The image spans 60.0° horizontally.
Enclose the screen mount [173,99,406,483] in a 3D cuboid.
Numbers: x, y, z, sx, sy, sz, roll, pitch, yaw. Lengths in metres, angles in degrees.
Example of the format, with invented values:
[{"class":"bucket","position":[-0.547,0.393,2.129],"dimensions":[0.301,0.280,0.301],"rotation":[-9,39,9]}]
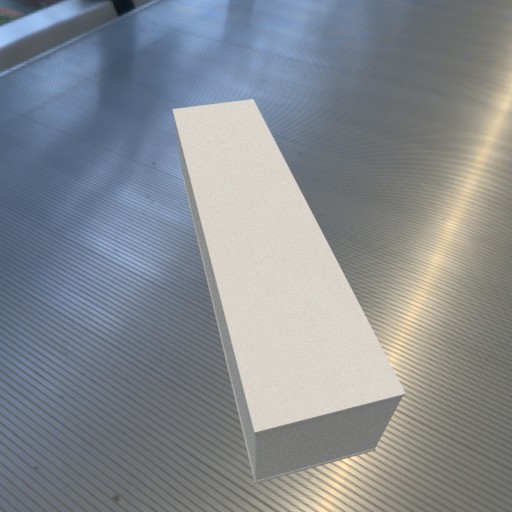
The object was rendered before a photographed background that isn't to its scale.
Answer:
[{"class":"screen mount","position":[0.000,0.000,1.822],"dimensions":[0.418,0.520,1.600],"rotation":[-11,48,-10]}]
